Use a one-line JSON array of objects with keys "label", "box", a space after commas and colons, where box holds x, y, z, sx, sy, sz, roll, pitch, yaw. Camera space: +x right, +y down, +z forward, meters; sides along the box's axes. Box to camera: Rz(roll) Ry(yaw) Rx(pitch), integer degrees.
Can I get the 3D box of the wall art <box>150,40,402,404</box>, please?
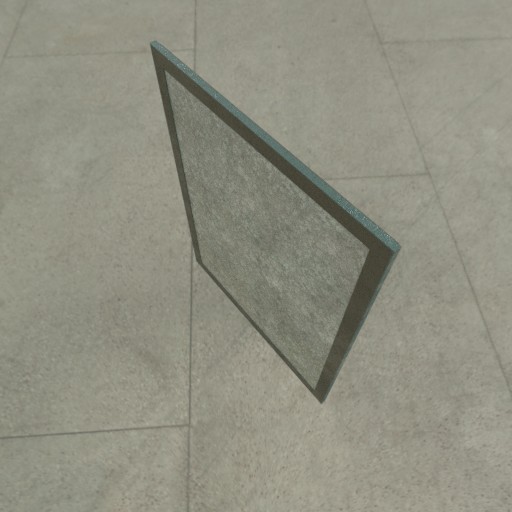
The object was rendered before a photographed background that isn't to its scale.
[{"label": "wall art", "box": [0.000, 0.000, 1.314, 0.030, 0.983, 0.767, -34, 64, -20]}]
